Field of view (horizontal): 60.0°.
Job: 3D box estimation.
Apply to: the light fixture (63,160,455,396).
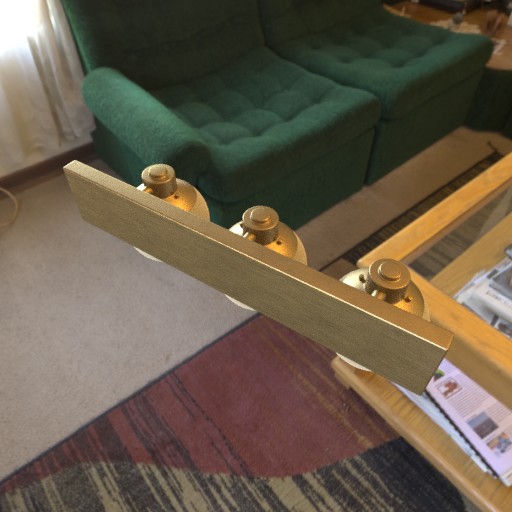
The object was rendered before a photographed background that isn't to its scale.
[{"bbox_3d":[0.000,0.000,0.854,0.721,0.263,0.218,25,52,22],"label":"light fixture"}]
